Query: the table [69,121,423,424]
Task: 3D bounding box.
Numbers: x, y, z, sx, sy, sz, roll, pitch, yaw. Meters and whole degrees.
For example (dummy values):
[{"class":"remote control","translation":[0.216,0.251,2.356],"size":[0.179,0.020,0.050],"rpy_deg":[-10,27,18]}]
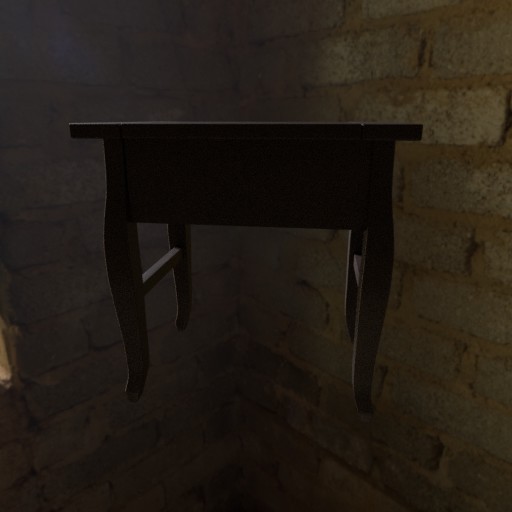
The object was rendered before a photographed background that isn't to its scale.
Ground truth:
[{"class":"table","translation":[0.000,0.000,1.048],"size":[0.602,0.605,0.460],"rpy_deg":[2,17,8]}]
